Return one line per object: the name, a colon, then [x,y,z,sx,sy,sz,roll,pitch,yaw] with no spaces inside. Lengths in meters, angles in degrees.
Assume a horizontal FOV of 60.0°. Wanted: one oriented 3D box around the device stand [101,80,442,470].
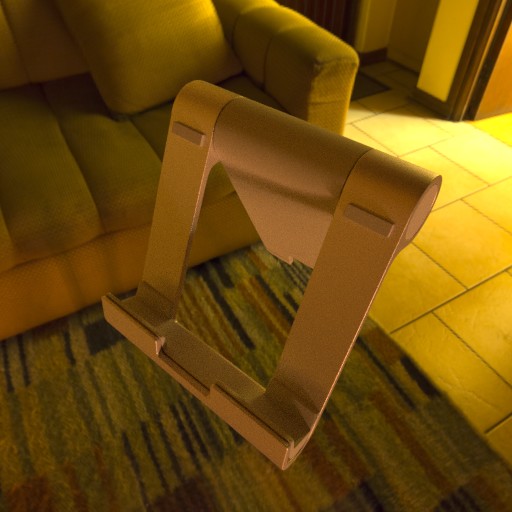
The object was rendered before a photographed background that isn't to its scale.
device stand: [0.000,0.000,0.150,0.086,0.084,0.079,31,53,27]
